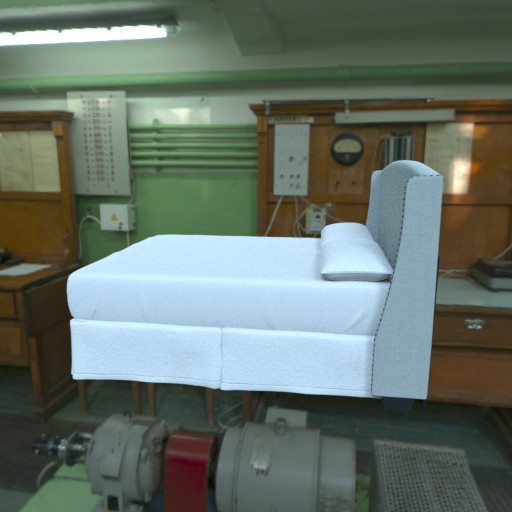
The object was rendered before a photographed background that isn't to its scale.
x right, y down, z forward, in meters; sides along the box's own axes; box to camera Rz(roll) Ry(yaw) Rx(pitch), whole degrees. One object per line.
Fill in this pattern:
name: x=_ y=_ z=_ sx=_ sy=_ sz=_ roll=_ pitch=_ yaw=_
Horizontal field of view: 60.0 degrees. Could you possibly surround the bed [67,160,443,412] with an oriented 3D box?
bed: x=0.000 y=0.000 z=3.337 sx=2.237 sy=1.407 sz=1.710 roll=2 pitch=12 yaw=8
